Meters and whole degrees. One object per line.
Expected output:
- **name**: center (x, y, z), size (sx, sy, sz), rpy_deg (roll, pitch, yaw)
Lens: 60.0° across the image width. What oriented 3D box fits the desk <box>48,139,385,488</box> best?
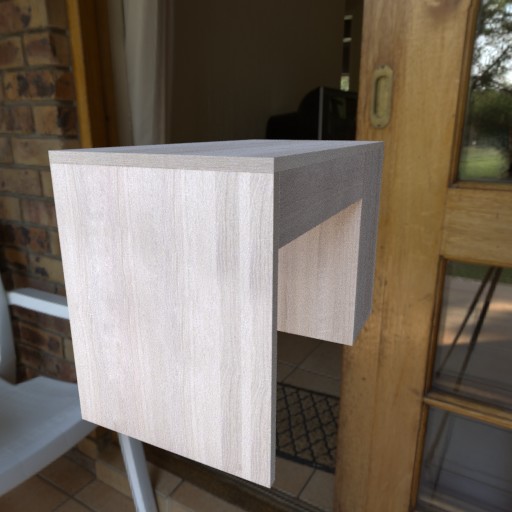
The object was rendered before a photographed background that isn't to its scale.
- **desk**: center (0.000, 0.000, 1.500), size (0.600, 0.731, 1.100), rpy_deg (8, 18, 25)
